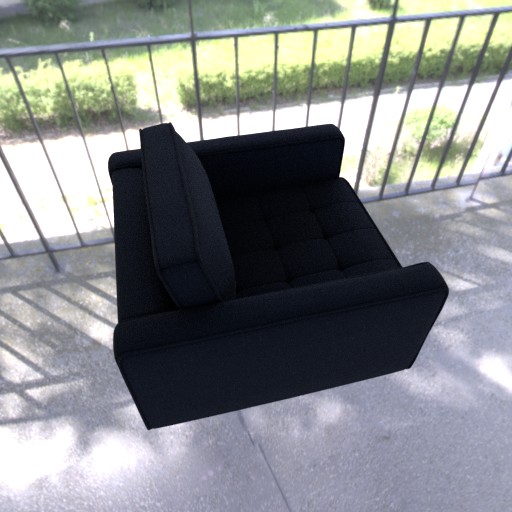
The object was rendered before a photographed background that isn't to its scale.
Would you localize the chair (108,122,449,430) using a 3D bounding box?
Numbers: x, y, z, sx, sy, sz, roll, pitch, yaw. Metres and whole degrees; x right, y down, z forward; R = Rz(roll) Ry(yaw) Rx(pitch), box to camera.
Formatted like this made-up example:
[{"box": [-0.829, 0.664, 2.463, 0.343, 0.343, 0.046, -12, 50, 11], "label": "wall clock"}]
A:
[{"box": [0.000, 0.000, 1.564, 0.920, 0.770, 0.899, -10, 48, -9], "label": "chair"}]
